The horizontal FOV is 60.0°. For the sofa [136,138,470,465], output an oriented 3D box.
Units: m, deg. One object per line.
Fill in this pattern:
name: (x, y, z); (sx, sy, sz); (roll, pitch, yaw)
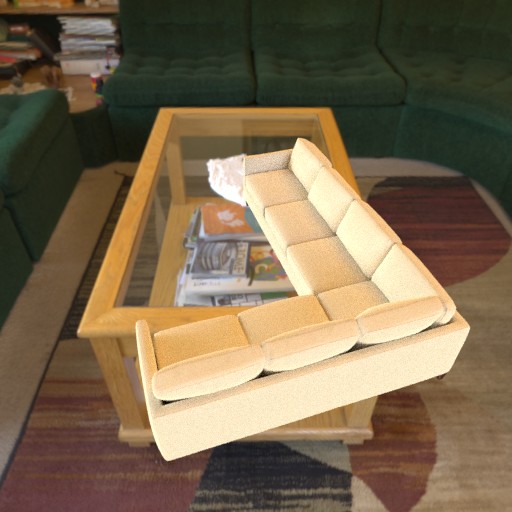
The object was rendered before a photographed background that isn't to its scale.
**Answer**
sofa: (0.000, 0.000, 4.554); (2.593, 0.947, 3.302); (-12, 42, -14)
